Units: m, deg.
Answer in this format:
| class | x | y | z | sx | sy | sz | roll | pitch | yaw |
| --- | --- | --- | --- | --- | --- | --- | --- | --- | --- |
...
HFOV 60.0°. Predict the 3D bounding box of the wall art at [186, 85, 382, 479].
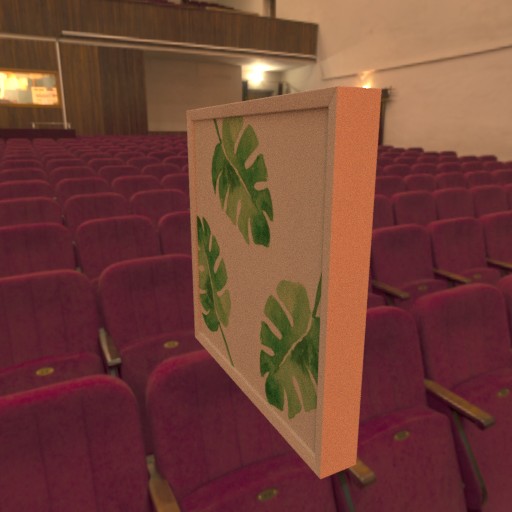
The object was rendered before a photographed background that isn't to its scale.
| class | x | y | z | sx | sy | sz | roll | pitch | yaw |
| --- | --- | --- | --- | --- | --- | --- | --- | --- | --- |
| wall art | 0.000 | 0.000 | 0.466 | 0.038 | 0.305 | 0.305 | -7 | 17 | -26 |
